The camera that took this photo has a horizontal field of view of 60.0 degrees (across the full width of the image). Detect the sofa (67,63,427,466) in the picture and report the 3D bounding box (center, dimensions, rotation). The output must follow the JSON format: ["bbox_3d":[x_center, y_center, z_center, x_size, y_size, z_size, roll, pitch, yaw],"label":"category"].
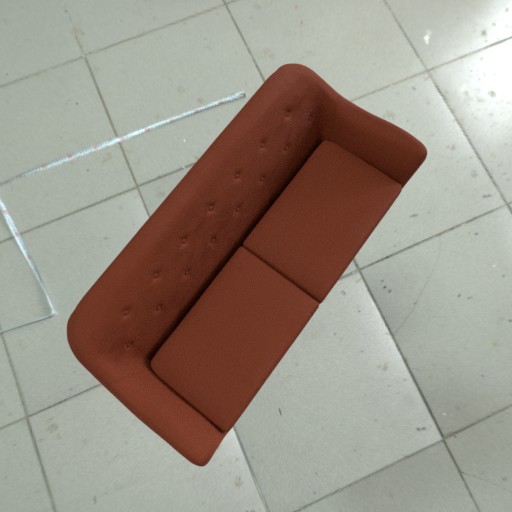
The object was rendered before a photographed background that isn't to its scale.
[{"bbox_3d":[0.000,0.000,2.246,0.820,0.836,1.840,36,79,8],"label":"sofa"}]
